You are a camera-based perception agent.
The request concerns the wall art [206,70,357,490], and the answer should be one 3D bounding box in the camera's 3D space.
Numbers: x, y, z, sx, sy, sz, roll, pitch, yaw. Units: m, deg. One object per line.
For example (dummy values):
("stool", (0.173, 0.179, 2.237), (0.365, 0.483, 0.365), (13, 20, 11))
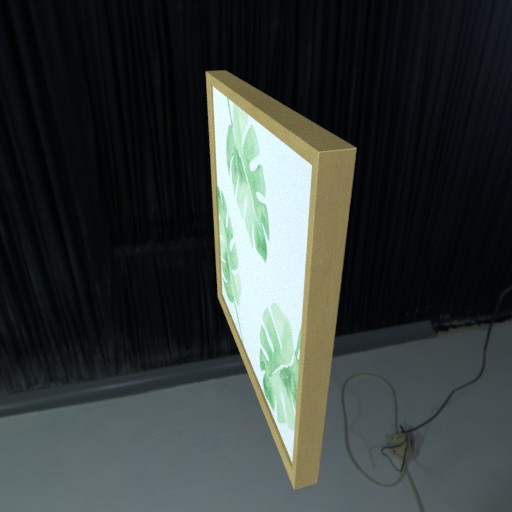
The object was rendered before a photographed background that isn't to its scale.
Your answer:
("wall art", (0.000, 0.000, 0.738), (0.038, 0.508, 0.508), (-9, 32, -15))
